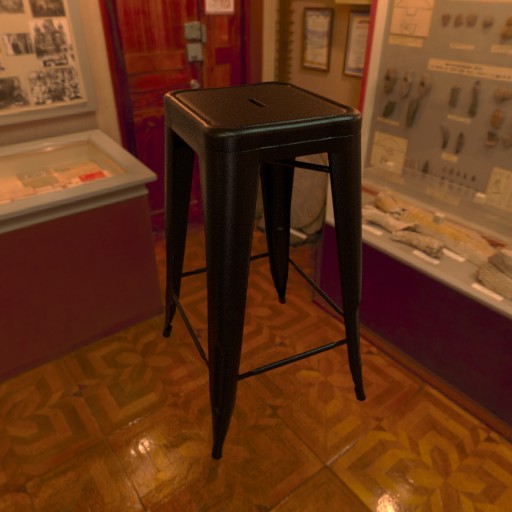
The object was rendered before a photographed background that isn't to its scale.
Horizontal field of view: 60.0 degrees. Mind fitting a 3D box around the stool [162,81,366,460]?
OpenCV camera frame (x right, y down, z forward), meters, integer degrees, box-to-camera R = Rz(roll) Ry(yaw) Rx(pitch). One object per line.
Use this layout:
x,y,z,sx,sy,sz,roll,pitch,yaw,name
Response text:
0.000,0.000,0.897,0.423,0.609,0.455,-21,38,-30,stool
